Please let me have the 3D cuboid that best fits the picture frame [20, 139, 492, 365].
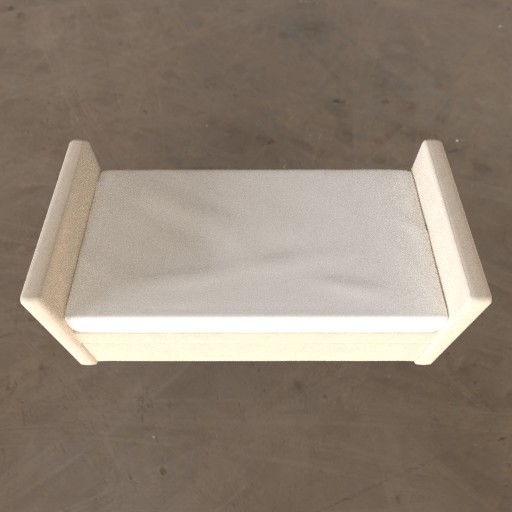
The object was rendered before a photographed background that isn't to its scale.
[{"bbox_3d":[0.000,0.000,2.665,2.161,0.891,1.069,0,57,0],"label":"picture frame"}]
